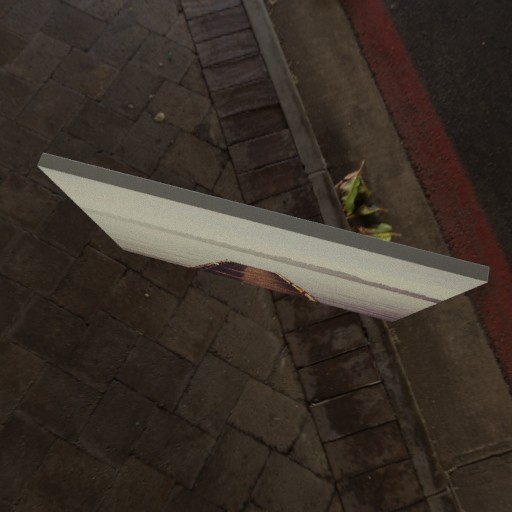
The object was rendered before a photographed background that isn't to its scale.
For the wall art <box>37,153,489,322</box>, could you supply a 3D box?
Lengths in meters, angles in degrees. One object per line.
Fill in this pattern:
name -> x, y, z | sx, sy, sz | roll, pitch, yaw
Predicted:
wall art -> 0.000, 0.000, 0.784 | 0.615, 0.410, 0.021 | 15, 75, 4
